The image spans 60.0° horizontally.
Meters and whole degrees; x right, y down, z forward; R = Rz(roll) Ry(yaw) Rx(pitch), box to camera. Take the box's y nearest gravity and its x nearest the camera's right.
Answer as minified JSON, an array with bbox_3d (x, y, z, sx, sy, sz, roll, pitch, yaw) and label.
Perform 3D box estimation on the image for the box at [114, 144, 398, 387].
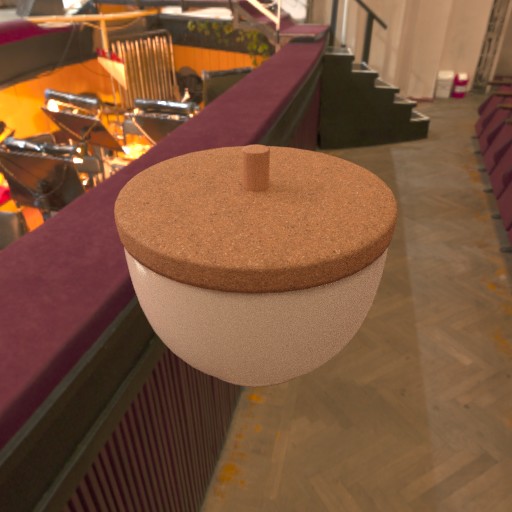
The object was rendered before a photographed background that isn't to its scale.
[{"bbox_3d":[0.000,0.000,0.189,0.107,0.094,0.107,0,33,0],"label":"box"}]
